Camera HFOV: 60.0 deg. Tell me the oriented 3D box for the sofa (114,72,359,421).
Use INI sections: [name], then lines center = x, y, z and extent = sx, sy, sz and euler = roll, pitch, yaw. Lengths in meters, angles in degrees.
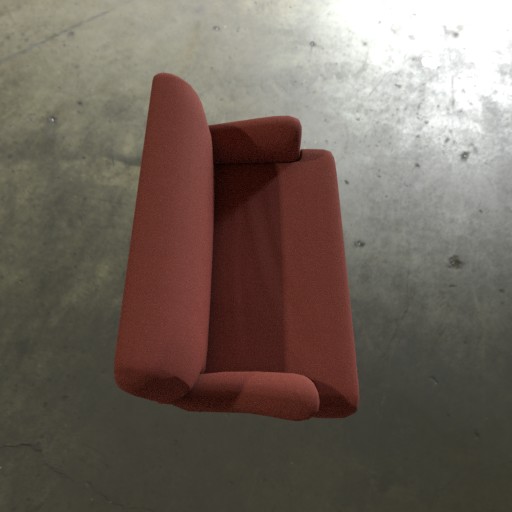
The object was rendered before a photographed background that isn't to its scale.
[sofa]
center = 0.000, 0.000, 1.822
extent = 0.779, 0.889, 1.297
euler = 0, 64, 0
